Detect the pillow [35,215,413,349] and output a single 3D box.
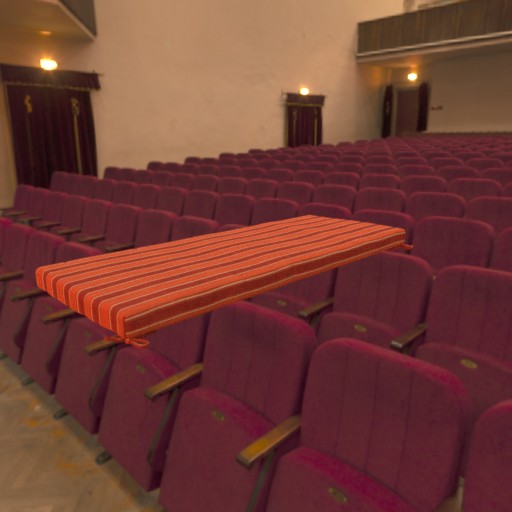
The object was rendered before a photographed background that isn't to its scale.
[{"bbox_3d":[0.000,0.000,1.376,0.492,0.081,1.187,14,21,43],"label":"pillow"}]
